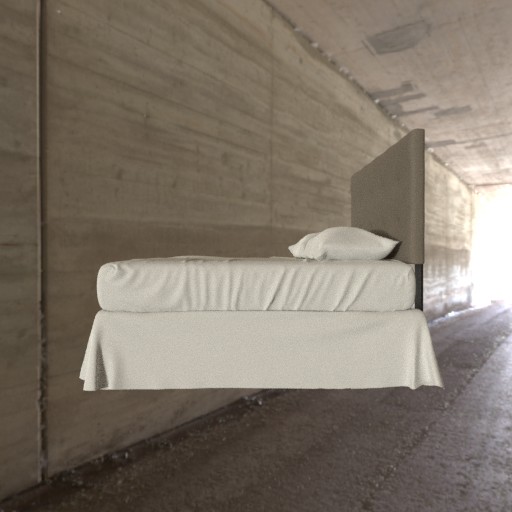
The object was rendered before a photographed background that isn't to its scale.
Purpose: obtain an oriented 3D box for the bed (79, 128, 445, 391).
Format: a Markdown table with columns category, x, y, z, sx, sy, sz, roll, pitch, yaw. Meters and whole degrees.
| category | x | y | z | sx | sy | sz | roll | pitch | yaw |
| --- | --- | --- | --- | --- | --- | --- | --- | --- | --- |
| bed | 0.000 | 0.000 | 3.494 | 2.222 | 1.577 | 1.936 | 0 | 0 | -1 |
